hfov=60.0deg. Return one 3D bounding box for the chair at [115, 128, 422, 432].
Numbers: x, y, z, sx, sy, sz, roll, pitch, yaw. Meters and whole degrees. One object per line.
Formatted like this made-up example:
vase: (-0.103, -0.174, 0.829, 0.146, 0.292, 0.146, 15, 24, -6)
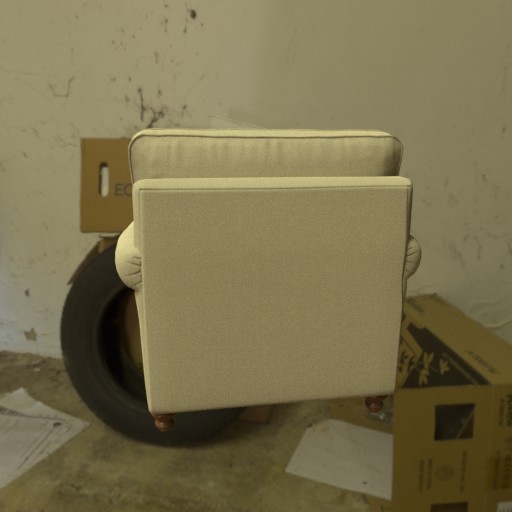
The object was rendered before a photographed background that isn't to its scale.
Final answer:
chair: (0.000, 0.000, 1.796, 1.029, 0.967, 0.966, -2, 13, -8)
